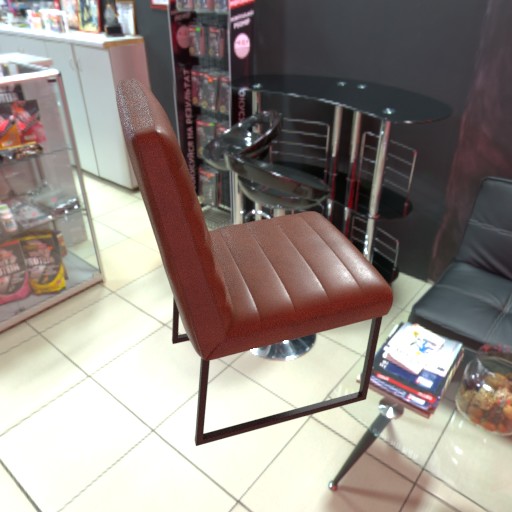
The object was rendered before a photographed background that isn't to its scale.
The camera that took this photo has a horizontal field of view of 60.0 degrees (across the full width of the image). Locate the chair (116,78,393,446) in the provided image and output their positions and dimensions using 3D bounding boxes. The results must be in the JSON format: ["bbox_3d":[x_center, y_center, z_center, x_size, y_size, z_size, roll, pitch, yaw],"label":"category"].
[{"bbox_3d":[0.000,0.000,1.289,0.634,0.930,0.520,-10,34,-15],"label":"chair"}]
